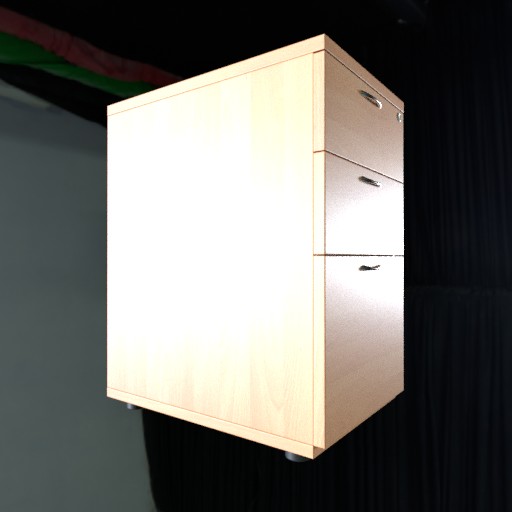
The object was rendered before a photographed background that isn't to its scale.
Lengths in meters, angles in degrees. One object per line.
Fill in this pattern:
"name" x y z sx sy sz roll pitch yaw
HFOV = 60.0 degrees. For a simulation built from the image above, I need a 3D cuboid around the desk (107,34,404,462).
"desk" 0.000 0.000 1.061 0.600 0.730 0.404 0 0 36
